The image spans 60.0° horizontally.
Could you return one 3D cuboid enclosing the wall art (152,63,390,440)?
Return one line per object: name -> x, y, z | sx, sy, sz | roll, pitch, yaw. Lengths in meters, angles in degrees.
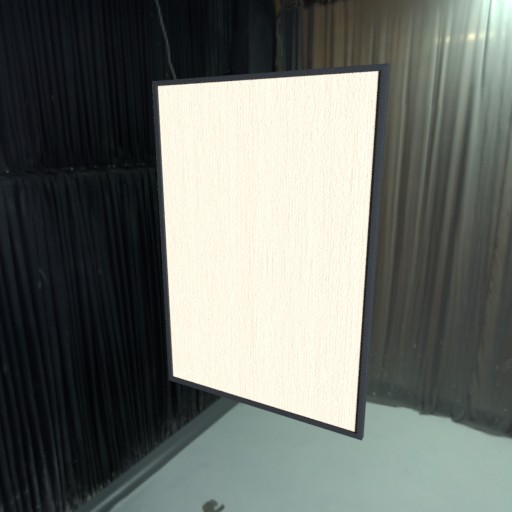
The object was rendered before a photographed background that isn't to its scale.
wall art -> 0.000, 0.000, 0.857 | 0.457, 0.657, 0.013 | 8, 17, 27
